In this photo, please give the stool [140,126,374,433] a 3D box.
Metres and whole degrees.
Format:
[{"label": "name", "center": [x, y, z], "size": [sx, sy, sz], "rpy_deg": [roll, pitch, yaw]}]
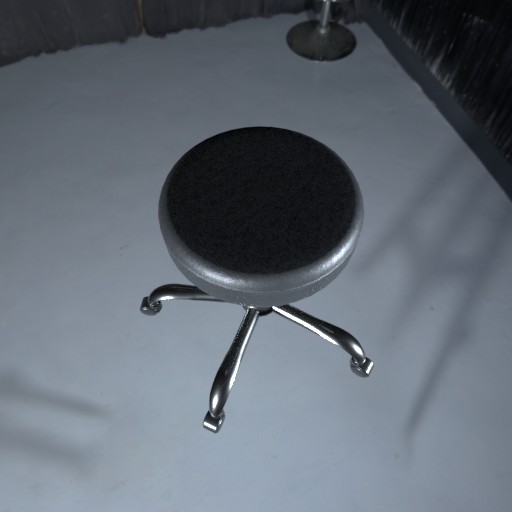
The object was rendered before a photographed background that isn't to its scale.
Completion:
[{"label": "stool", "center": [0.000, 0.000, 1.115], "size": [0.673, 0.576, 0.638], "rpy_deg": [-16, 59, -10]}]
